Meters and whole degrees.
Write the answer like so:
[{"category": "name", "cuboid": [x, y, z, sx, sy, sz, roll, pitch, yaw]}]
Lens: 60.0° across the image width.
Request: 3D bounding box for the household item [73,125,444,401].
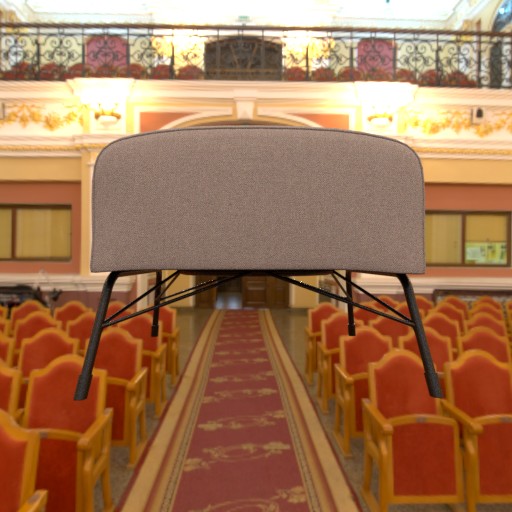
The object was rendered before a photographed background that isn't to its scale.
[{"category": "household item", "cuboid": [0.000, 0.000, 0.893, 0.530, 0.410, 0.530, 0, 0, -1]}]
